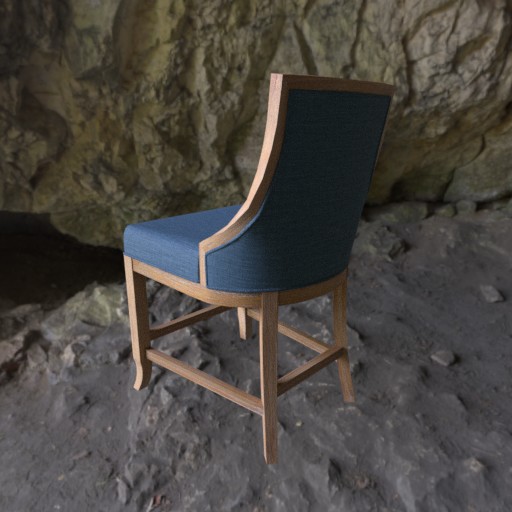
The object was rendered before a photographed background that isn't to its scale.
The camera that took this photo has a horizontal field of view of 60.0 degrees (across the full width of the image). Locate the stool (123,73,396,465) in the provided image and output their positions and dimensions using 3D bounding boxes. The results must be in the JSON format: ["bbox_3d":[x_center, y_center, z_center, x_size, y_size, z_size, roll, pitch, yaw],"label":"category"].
[{"bbox_3d":[0.000,0.000,1.301,0.626,0.938,0.524,16,23,42],"label":"stool"}]
